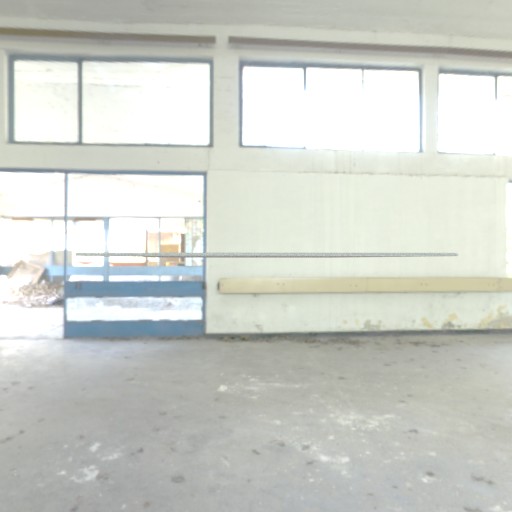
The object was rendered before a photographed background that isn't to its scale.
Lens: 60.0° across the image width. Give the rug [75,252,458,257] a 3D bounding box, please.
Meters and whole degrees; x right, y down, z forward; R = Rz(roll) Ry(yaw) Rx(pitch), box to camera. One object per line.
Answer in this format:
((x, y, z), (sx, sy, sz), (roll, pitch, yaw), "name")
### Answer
((0.000, 0.000, 2.265), (1.217, 0.011, 1.747), (0, 0, -3), "rug")
